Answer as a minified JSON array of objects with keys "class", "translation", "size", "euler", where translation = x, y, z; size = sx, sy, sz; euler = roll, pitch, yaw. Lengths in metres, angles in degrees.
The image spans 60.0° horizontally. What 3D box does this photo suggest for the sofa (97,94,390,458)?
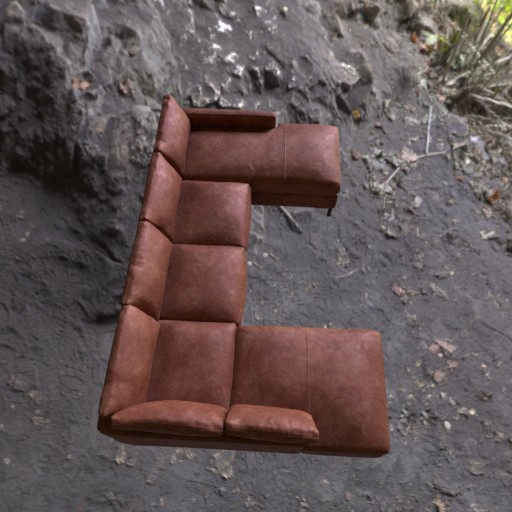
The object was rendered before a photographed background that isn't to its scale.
[{"class":"sofa","translation":[0.000,0.000,3.688],"size":[1.939,0.900,2.956],"euler":[3,62,1]}]
